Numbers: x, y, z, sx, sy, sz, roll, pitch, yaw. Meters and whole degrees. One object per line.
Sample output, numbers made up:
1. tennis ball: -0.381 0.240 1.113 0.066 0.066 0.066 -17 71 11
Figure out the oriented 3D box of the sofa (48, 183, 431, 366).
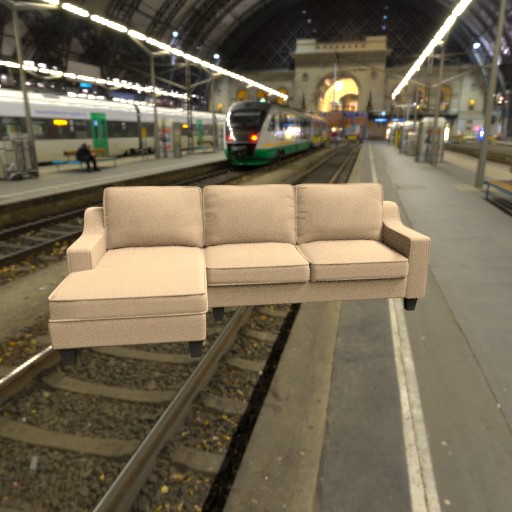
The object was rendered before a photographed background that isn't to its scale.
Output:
1. sofa: 0.000 0.000 3.223 2.561 0.928 1.294 -2 16 -7
